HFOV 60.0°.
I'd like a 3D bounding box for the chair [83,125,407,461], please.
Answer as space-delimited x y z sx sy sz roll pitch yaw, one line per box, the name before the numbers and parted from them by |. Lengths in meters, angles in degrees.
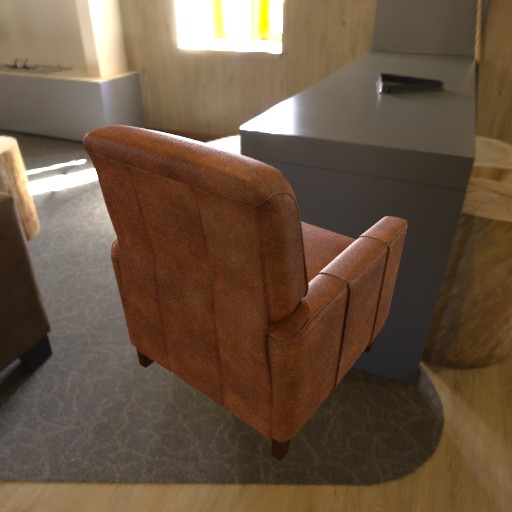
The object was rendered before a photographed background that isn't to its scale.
chair | 0.000 0.000 1.650 0.843 1.043 0.836 22 38 32
